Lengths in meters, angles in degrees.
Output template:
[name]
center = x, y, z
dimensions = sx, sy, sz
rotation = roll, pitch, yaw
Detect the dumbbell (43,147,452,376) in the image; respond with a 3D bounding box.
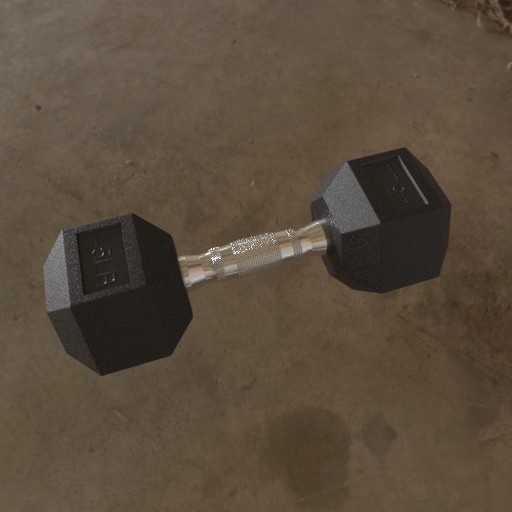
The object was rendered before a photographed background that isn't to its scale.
[dumbbell]
center = 0.000, 0.000, 0.416
dimensions = 0.356, 0.123, 0.141
rotation = -15, 61, -9
